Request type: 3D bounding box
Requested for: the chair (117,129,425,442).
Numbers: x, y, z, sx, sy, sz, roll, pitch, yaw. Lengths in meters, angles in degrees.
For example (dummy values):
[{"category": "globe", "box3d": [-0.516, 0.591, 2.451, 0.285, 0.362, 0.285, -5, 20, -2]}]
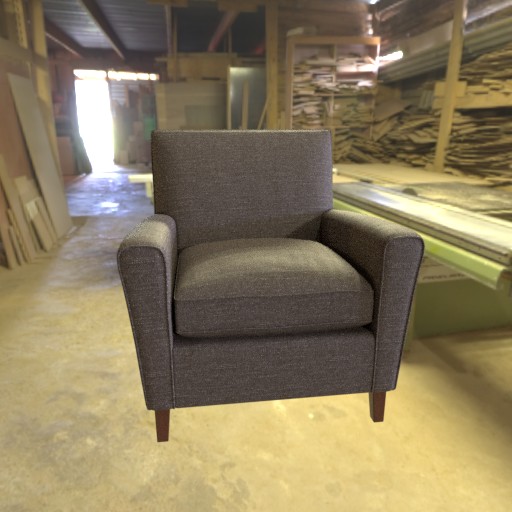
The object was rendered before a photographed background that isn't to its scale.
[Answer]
[{"category": "chair", "box3d": [0.000, 0.000, 1.623, 0.838, 0.885, 0.875, -2, 16, -8]}]
